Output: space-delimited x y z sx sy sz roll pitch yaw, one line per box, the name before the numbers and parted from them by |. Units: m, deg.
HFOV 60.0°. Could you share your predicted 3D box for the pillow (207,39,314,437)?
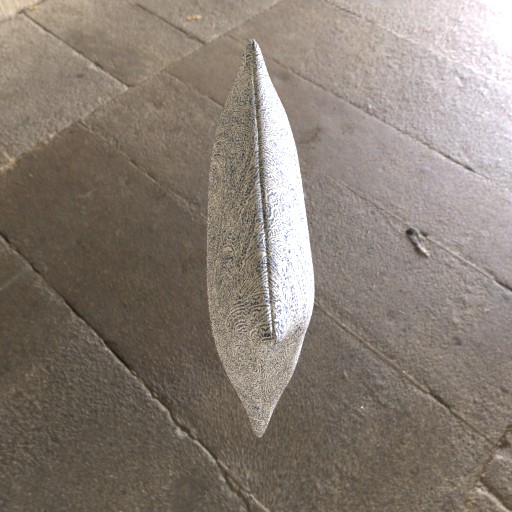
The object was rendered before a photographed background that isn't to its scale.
pillow | 0.000 0.000 0.789 0.166 0.510 0.523 -2 58 -1
